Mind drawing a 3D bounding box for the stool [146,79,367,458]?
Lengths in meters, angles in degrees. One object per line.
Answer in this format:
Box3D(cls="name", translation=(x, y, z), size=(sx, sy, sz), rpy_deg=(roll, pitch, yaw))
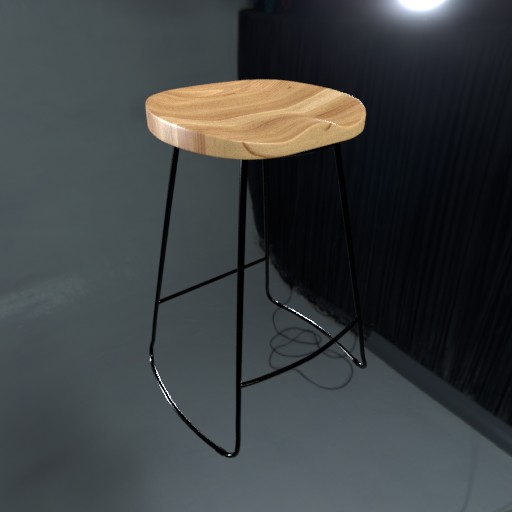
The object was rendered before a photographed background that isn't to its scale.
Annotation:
Box3D(cls="stool", translation=(0.000, 0.000, 0.989), size=(0.480, 0.679, 0.401), rpy_deg=(-22, 37, -32))
